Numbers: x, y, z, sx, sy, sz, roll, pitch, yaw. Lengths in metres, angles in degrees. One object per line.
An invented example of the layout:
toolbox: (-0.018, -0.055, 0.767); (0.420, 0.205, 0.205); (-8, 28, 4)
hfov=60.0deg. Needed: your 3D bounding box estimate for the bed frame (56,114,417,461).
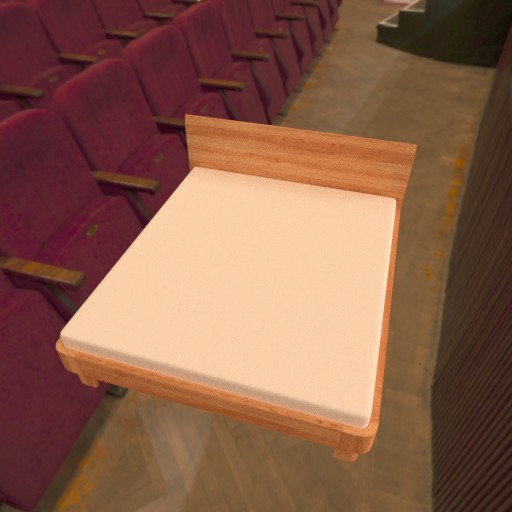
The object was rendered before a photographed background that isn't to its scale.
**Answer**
bed frame: (0.000, 0.000, 3.066); (1.872, 0.940, 2.092); (11, 42, 13)
